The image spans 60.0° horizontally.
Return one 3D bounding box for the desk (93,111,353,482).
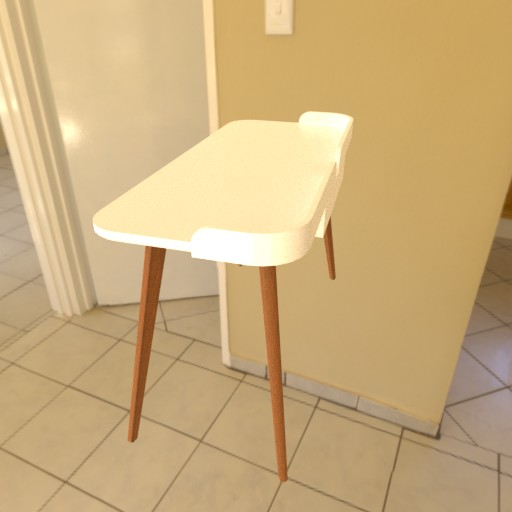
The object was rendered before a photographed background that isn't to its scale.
[{"bbox_3d":[0.000,0.000,1.629,0.534,0.807,1.206,8,30,14],"label":"desk"}]
